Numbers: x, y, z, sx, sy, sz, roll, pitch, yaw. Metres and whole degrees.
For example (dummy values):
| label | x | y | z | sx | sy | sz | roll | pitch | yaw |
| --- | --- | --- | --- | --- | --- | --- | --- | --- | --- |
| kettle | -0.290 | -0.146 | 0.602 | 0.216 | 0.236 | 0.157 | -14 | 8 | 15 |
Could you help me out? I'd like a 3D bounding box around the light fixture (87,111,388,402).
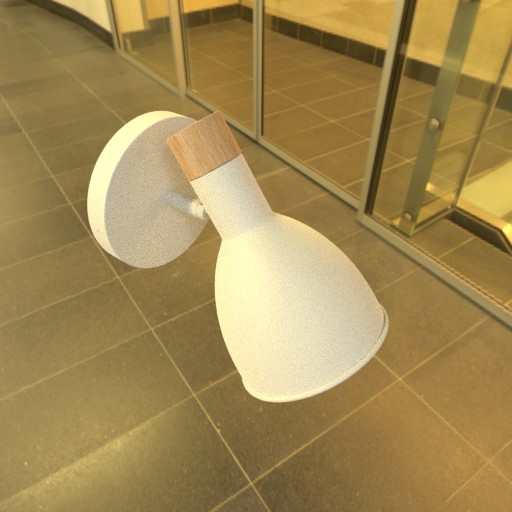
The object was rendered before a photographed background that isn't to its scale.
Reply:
| label | x | y | z | sx | sy | sz | roll | pitch | yaw |
| --- | --- | --- | --- | --- | --- | --- | --- | --- | --- |
| light fixture | 0.000 | 0.000 | 0.329 | 0.209 | 0.199 | 0.127 | 25 | 47 | 27 |
